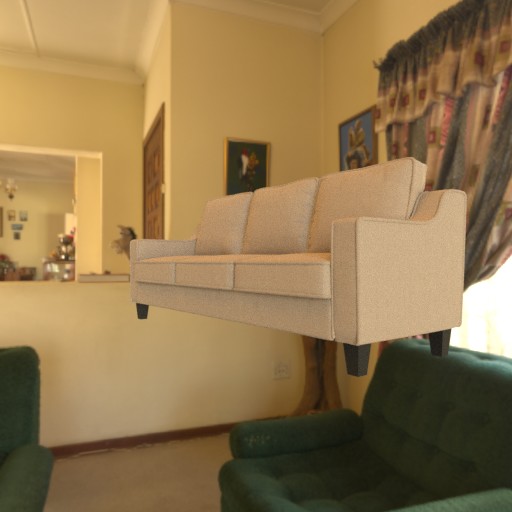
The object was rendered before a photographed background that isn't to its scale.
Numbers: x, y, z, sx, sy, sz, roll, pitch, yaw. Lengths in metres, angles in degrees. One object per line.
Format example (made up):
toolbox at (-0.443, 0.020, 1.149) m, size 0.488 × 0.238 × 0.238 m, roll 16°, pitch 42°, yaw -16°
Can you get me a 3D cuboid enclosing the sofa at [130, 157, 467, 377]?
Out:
sofa at (0.000, 0.000, 2.614) m, size 0.791 × 0.902 × 2.131 m, roll 1°, pitch -1°, yaw -37°
